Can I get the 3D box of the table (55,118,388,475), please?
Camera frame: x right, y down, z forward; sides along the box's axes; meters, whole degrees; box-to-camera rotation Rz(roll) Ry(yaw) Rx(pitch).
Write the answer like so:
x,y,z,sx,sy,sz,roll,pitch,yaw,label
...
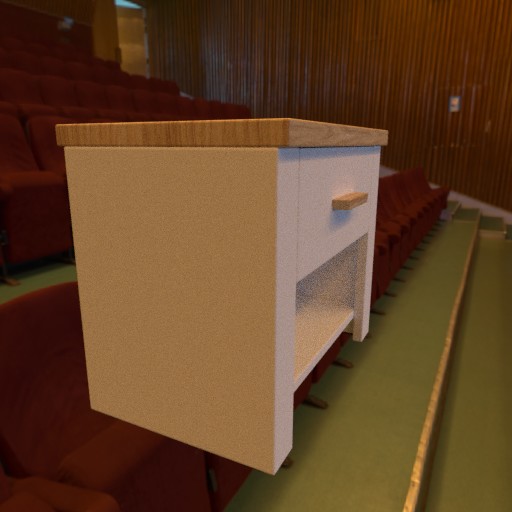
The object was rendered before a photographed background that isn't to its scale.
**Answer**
x,y,z,sx,sy,sz,roll,pitch,yaw,label
0.000,0.000,0.793,0.360,0.440,0.500,7,16,26,table
